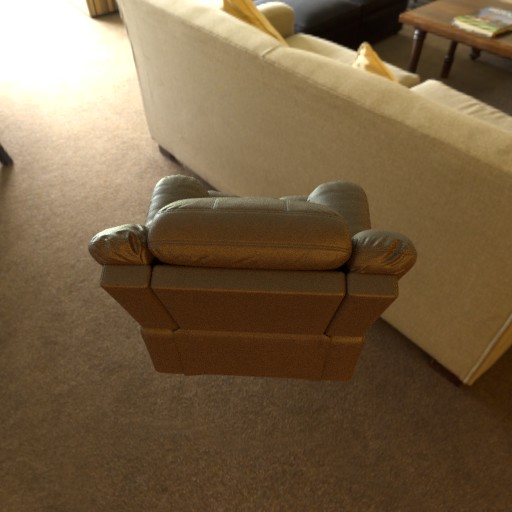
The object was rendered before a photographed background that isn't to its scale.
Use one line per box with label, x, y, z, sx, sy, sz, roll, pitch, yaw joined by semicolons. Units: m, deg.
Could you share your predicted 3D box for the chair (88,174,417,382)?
chair;0.000;0.000;1.719;0.899;1.009;0.934;2;47;2
